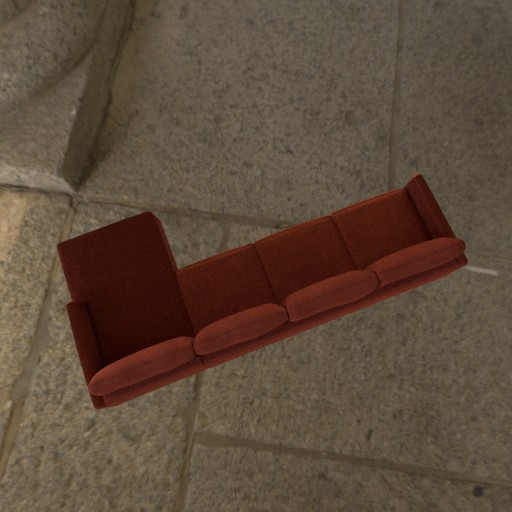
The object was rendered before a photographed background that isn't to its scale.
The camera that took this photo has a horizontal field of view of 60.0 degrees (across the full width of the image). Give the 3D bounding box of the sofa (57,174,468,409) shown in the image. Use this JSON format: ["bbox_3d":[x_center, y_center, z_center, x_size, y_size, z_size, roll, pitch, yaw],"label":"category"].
[{"bbox_3d":[0.000,0.000,3.501,2.932,0.810,1.350,-20,75,-6],"label":"sofa"}]
